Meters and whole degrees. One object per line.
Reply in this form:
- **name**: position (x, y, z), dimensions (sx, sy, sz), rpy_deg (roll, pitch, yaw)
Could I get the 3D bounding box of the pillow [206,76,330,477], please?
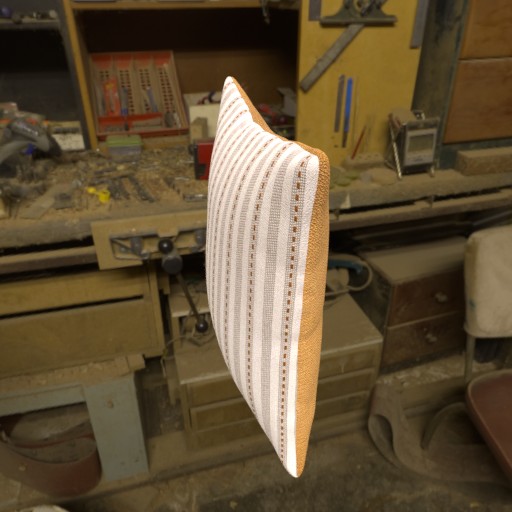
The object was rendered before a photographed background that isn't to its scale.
- **pillow**: position (0.000, 0.000, 0.650), dimensions (0.147, 0.437, 0.432), rpy_deg (-7, 32, -12)
